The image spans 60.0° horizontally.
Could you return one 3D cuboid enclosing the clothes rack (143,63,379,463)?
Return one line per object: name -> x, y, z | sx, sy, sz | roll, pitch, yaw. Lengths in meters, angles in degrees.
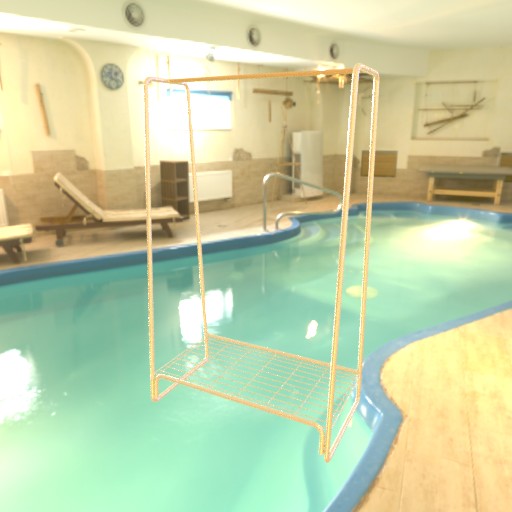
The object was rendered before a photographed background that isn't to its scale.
clothes rack -> 0.000, 0.000, 1.957 | 0.900, 1.500, 0.495 | 8, 18, 26
